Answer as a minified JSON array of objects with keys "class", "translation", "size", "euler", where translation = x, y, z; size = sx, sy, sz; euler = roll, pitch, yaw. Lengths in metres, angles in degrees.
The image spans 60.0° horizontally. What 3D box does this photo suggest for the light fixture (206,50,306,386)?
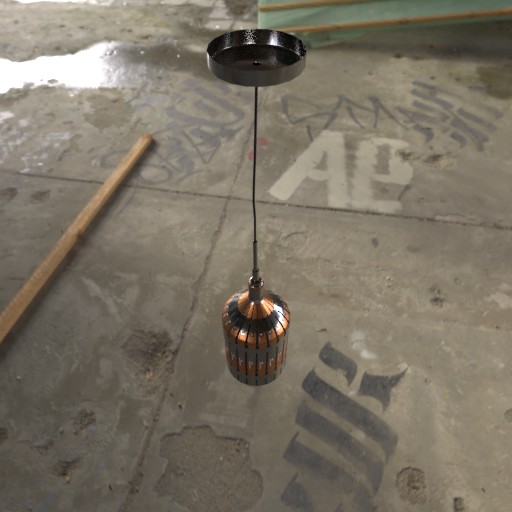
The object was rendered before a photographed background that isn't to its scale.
[{"class":"light fixture","translation":[0.000,0.000,1.669],"size":[0.303,1.535,0.303],"euler":[0,48,0]}]
